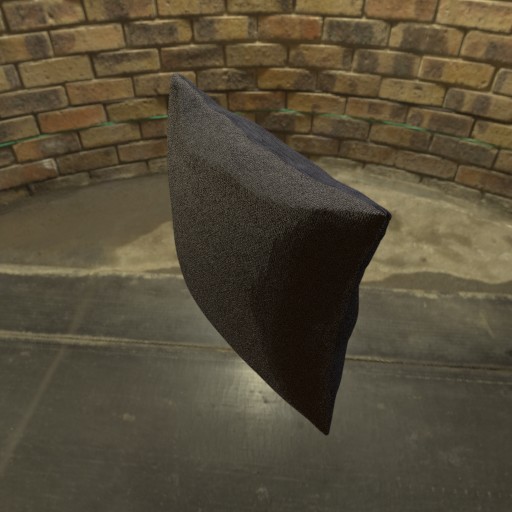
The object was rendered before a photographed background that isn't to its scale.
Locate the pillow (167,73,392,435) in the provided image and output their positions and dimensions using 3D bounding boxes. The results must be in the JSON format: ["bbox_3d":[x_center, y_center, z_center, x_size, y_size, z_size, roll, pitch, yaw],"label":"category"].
[{"bbox_3d":[0.000,0.000,0.689,0.204,0.439,0.452,-24,47,-24],"label":"pillow"}]
